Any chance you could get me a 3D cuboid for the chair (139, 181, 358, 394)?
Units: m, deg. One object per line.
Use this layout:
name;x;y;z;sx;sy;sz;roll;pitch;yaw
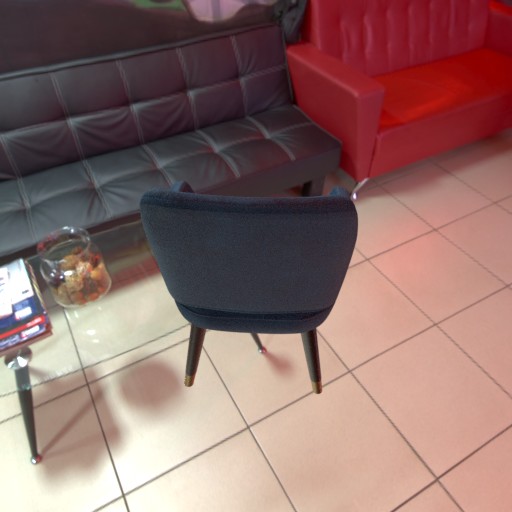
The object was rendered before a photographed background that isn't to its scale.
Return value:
chair;0.000;0.000;1.607;0.683;1.081;0.794;2;45;2
